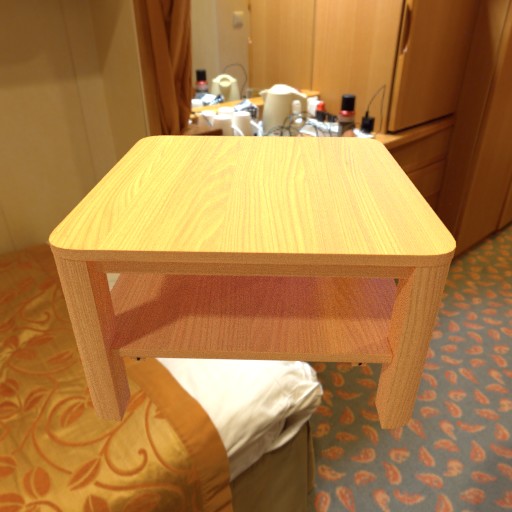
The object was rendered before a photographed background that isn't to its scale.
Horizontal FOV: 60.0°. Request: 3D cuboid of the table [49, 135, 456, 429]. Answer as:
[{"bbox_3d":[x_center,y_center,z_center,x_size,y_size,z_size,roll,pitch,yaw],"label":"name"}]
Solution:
[{"bbox_3d":[0.000,0.000,1.206,0.750,0.450,0.750,1,30,2],"label":"table"}]
